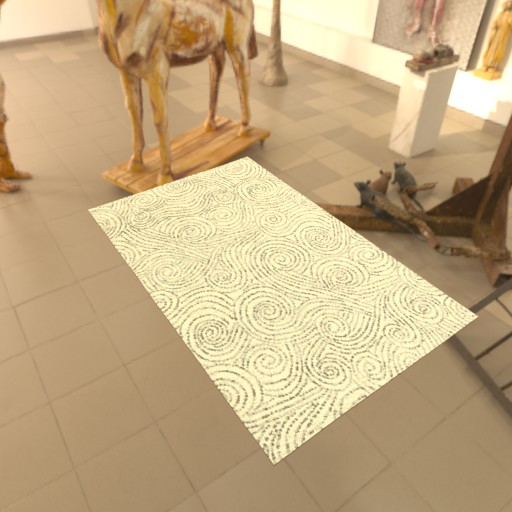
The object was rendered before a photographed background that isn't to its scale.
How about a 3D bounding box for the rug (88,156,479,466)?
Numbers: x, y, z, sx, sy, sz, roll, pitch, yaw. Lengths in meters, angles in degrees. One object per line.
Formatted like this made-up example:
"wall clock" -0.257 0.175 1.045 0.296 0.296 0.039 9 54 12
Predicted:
"rug" 0.000 0.000 3.057 1.524 0.005 2.439 -25 46 -26
